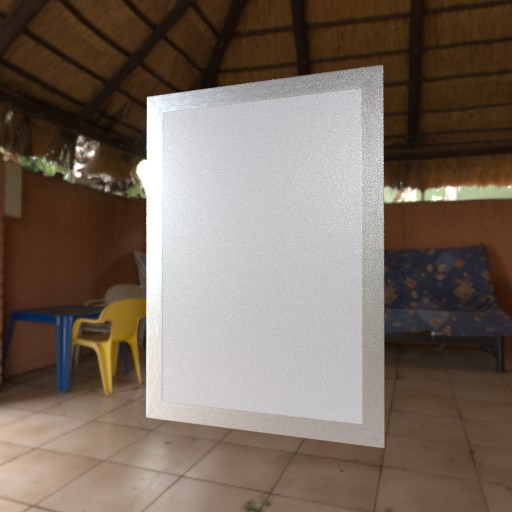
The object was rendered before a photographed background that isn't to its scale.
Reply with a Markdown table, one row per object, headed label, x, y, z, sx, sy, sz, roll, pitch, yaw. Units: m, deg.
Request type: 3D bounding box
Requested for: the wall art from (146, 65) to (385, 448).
| label | x | y | z | sx | sy | sz | roll | pitch | yaw |
| --- | --- | --- | --- | --- | --- | --- | --- | --- | --- |
| wall art | 0.000 | 0.000 | 0.677 | 0.376 | 0.529 | 0.013 | 0 | -1 | 19 |
